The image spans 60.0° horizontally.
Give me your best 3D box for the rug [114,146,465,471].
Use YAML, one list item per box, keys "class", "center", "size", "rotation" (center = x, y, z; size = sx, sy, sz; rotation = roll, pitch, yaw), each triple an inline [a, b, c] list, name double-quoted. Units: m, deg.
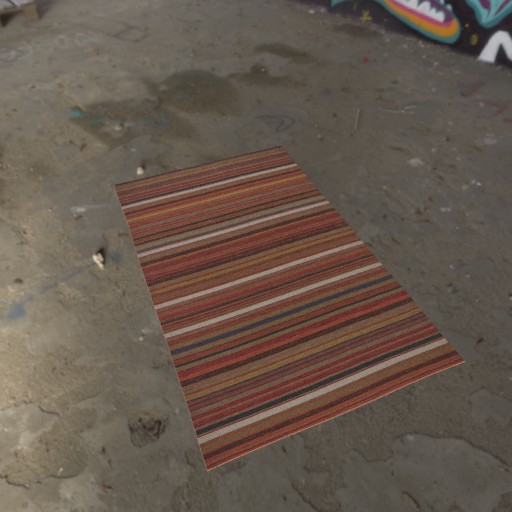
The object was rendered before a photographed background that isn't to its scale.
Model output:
- class: "rug"
  center: [0.000, 0.000, 3.068]
  size: [1.523, 0.008, 2.438]
  rotation: [-17, 48, -16]
